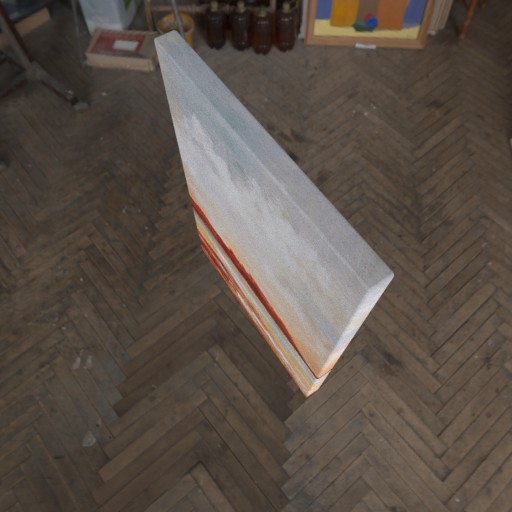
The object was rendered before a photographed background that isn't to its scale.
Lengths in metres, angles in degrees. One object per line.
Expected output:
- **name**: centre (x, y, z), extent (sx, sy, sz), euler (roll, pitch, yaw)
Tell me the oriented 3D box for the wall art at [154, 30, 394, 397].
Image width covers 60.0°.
- **wall art**: centre (0.000, 0.000, 0.784), extent (0.035, 0.605, 0.443), euler (-31, 67, -15)
